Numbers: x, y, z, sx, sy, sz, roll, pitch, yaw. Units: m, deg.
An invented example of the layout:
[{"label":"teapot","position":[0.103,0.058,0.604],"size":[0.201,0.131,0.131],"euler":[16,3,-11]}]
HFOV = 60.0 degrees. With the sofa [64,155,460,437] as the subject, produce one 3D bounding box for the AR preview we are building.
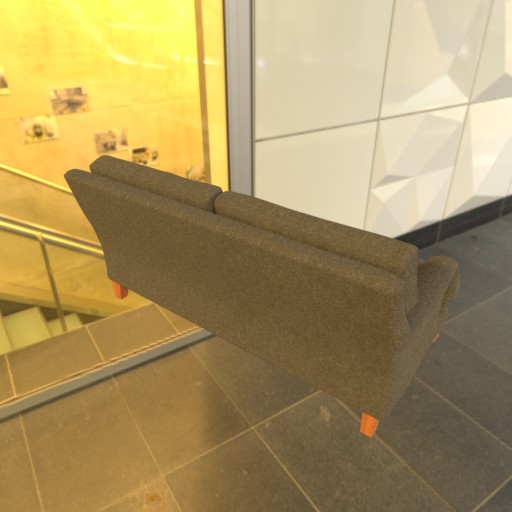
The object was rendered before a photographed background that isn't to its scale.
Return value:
[{"label":"sofa","position":[0.000,0.000,2.699],"size":[2.160,1.054,1.087],"euler":[21,36,32]}]
